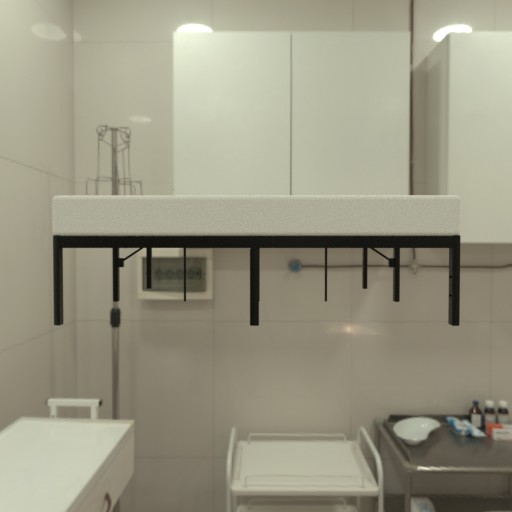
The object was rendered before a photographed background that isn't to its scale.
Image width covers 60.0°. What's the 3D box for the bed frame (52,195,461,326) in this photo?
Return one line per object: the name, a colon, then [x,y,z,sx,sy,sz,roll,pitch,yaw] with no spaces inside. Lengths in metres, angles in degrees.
bed frame: [0.000,0.000,3.205,2.079,0.659,1.963,0,1,0]
